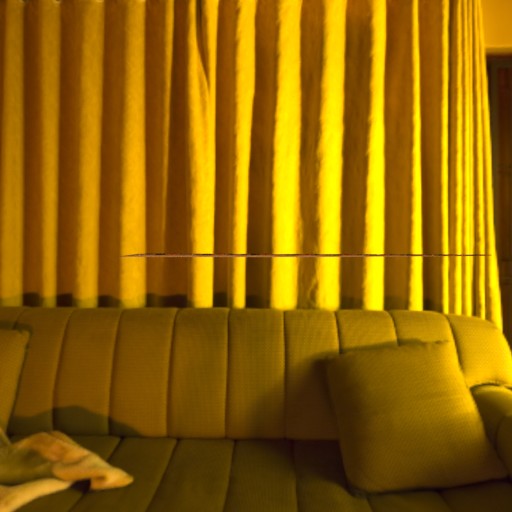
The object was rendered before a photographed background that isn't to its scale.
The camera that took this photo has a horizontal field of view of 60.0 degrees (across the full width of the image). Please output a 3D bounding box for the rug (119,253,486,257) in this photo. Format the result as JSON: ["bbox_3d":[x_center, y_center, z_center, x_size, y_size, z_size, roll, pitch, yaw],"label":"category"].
[{"bbox_3d":[0.000,0.000,3.469,1.971,0.010,2.651,0,0,-19],"label":"rug"}]
